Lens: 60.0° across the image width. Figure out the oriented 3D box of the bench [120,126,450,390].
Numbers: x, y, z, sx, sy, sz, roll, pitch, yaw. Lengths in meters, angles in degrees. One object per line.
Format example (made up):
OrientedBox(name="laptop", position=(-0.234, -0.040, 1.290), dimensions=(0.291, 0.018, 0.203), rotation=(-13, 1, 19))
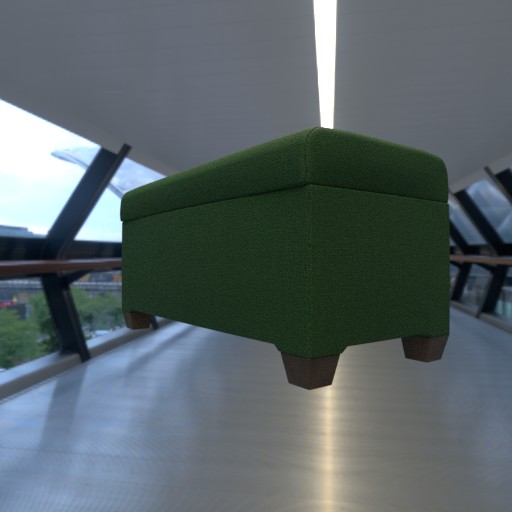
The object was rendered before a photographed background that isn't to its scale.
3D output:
OrientedBox(name="bench", position=(0.000, 0.000, 1.315), dimensions=(0.505, 0.501, 0.989), rotation=(0, -1, -36))
